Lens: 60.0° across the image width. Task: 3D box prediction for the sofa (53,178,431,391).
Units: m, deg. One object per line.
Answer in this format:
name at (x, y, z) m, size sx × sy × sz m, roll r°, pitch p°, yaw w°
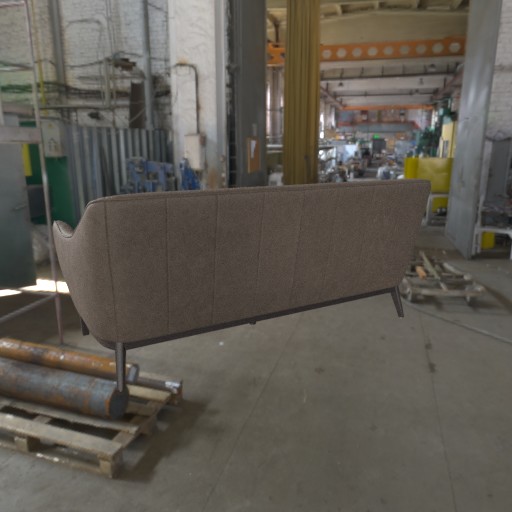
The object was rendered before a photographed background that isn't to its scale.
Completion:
sofa at (0.000, 0.000, 2.413) m, size 1.928 × 0.831 × 0.869 m, roll -8°, pitch 16°, yaw -28°
